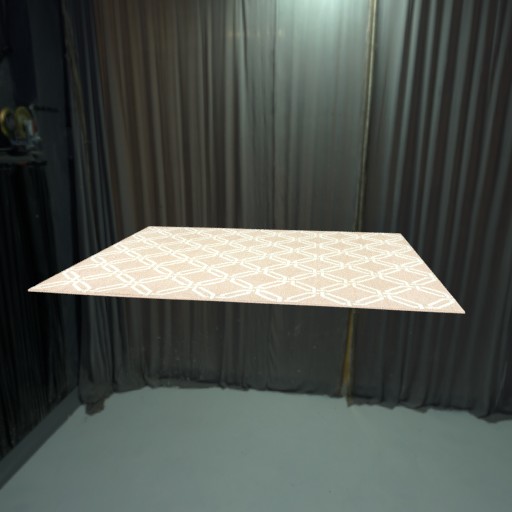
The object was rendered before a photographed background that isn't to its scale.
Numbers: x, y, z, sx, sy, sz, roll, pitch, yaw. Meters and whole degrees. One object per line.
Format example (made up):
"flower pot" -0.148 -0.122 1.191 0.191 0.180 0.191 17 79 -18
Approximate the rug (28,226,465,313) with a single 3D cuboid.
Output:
"rug" 0.000 0.000 3.987 2.895 0.018 2.288 2 15 8
